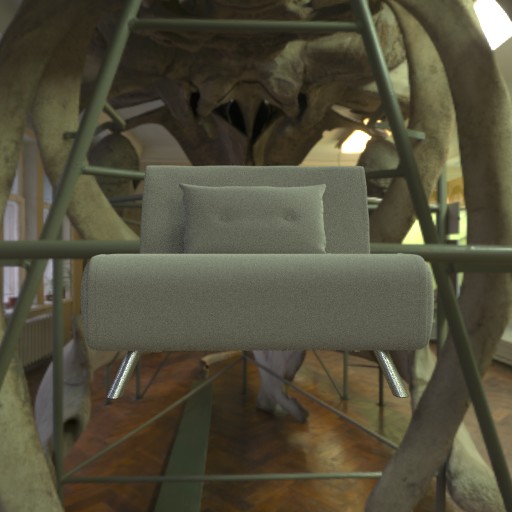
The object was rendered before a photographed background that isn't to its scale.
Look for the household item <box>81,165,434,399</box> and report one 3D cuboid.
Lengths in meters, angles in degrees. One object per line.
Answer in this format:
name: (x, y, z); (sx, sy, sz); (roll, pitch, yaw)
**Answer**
household item: (0.000, 0.000, 1.647); (1.000, 0.800, 0.874); (0, 1, -1)
